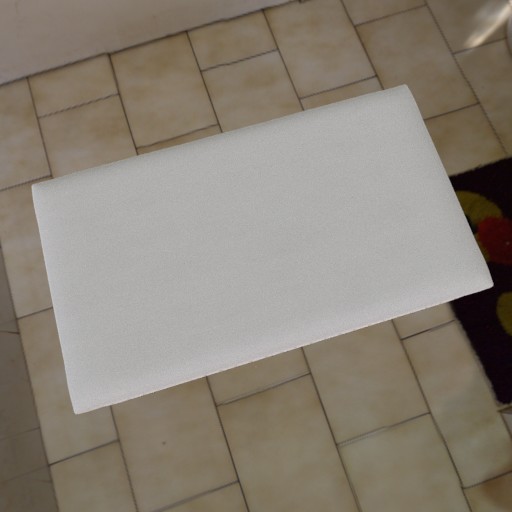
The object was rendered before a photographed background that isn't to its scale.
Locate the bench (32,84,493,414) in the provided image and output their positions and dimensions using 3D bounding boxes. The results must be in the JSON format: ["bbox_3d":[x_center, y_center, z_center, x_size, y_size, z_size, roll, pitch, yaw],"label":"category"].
[{"bbox_3d":[0.000,0.000,1.131,0.887,0.449,0.500,-16,77,-4],"label":"bench"}]
